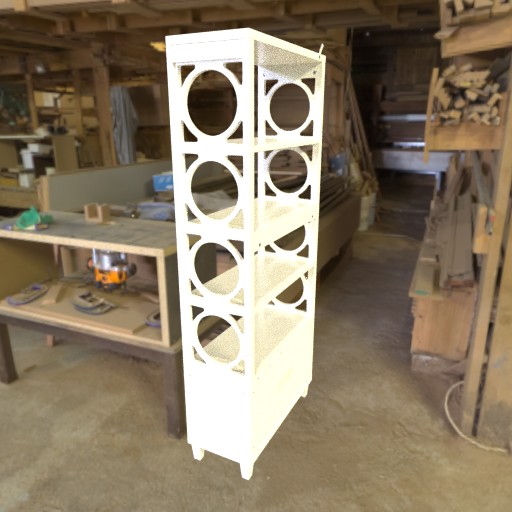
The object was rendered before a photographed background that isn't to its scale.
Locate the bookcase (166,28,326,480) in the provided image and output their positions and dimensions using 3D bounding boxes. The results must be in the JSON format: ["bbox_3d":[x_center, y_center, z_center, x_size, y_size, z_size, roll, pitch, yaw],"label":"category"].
[{"bbox_3d":[0.000,0.000,2.080,0.361,1.869,0.761,9,19,26],"label":"bookcase"}]
